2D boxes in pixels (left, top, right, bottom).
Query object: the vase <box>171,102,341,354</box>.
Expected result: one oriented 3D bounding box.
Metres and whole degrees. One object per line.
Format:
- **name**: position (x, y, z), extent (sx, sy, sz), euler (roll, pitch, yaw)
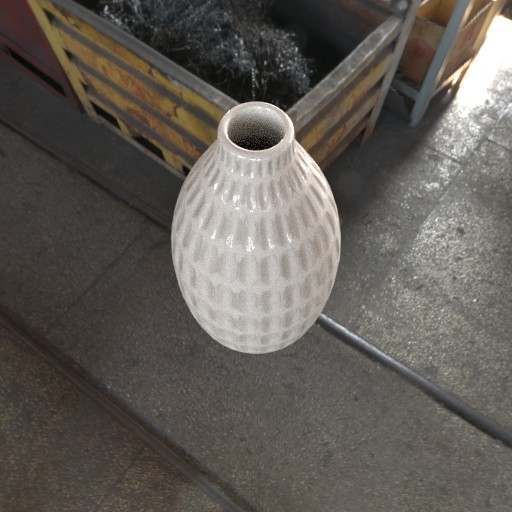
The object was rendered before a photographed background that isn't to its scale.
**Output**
- **vase**: position (0.000, 0.000, 0.348), extent (0.127, 0.282, 0.127), euler (0, 63, 0)
